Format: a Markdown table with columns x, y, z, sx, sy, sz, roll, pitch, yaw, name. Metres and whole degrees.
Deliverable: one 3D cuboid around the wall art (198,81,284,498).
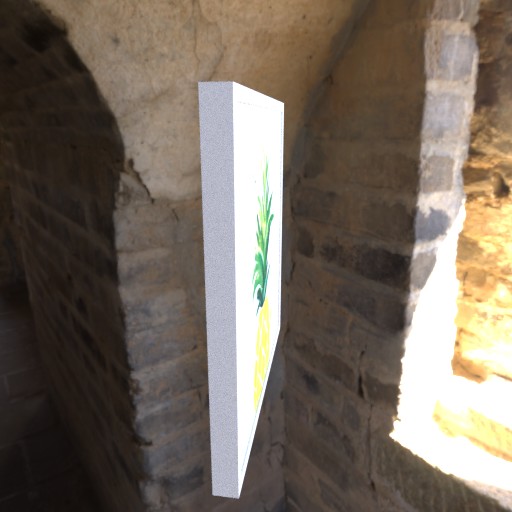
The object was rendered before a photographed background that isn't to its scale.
| x | y | z | sx | sy | sz | roll | pitch | yaw | name |
| --- | --- | --- | --- | --- | --- | --- | --- | --- | --- |
| 0.000 | 0.000 | 0.747 | 0.035 | 0.507 | 0.508 | 3 | 17 | 9 | wall art |
